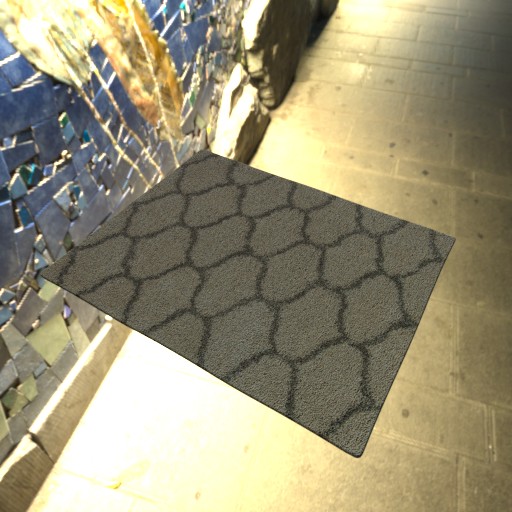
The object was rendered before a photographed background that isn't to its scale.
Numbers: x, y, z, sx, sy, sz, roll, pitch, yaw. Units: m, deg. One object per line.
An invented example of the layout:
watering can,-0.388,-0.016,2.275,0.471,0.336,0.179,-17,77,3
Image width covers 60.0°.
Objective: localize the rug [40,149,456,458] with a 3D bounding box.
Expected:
rug,0.000,0.000,4.045,3.000,0.026,2.399,24,50,22
